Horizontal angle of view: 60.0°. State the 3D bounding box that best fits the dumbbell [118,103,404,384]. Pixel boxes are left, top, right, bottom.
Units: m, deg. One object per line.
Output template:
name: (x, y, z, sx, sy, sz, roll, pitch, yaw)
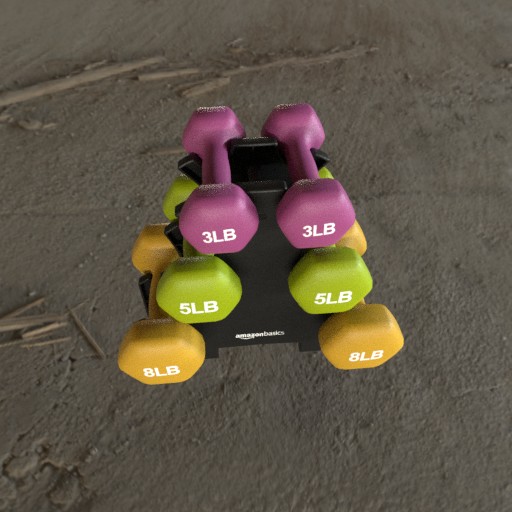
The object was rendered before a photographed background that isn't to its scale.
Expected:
dumbbell: (0.000, 0.000, 0.472, 0.300, 0.271, 0.190, -4, 46, -3)
